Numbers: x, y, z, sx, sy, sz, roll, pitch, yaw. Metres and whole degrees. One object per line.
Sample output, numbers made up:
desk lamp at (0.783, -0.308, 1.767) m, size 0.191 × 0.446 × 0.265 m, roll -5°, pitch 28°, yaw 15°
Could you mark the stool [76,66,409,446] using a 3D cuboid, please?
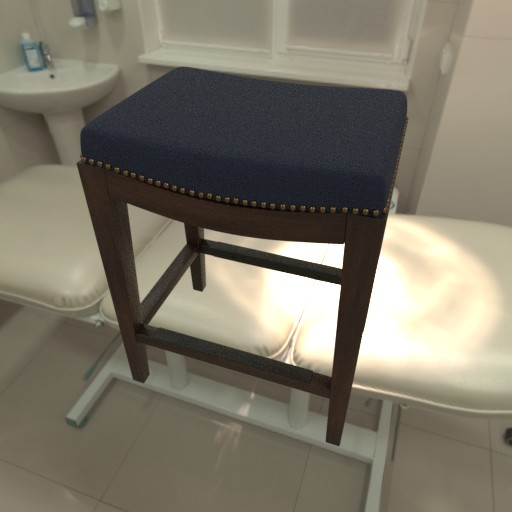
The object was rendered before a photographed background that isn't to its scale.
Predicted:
stool at (0.000, 0.000, 0.932) m, size 0.500 × 0.642 × 0.361 m, roll 13°, pitch 41°, yaw 15°
